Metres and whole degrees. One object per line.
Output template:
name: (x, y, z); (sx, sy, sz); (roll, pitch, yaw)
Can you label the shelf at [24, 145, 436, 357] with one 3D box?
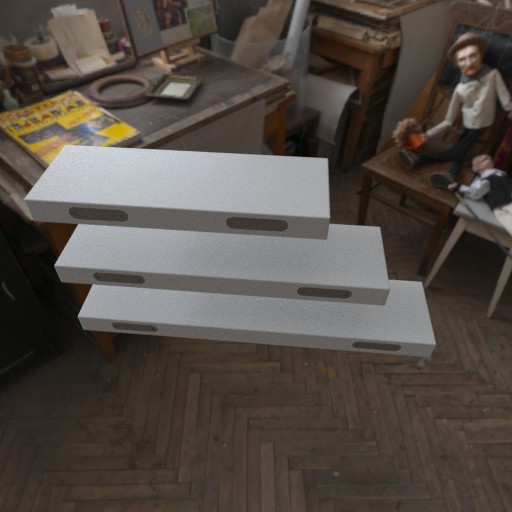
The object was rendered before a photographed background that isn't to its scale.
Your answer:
shelf: (0.000, 0.000, 0.722); (0.610, 0.293, 0.140); (4, 45, 4)
